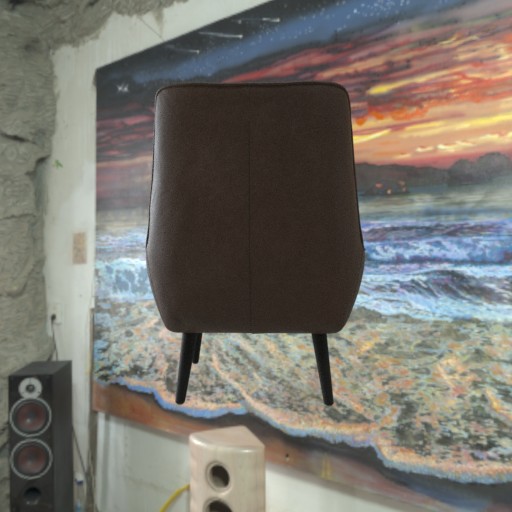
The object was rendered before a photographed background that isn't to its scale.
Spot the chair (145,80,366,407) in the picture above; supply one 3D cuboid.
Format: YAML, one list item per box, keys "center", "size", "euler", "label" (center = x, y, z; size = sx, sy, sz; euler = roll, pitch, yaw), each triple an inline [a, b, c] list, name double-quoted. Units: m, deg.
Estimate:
- center: [0.000, 0.000, 1.494]
  size: [0.787, 0.888, 0.824]
  euler: [0, 0, 2]
  label: "chair"
